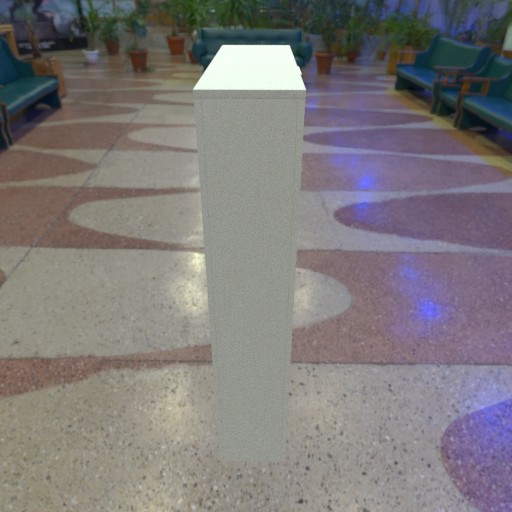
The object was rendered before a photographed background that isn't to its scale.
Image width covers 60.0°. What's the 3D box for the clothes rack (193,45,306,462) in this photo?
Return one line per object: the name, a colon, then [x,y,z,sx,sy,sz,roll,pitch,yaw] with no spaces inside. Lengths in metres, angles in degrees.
clothes rack: [0.000,0.000,1.578,0.250,1.280,0.750,1,32,1]
